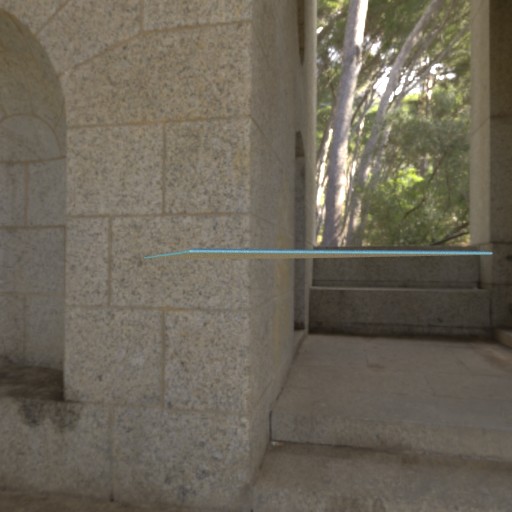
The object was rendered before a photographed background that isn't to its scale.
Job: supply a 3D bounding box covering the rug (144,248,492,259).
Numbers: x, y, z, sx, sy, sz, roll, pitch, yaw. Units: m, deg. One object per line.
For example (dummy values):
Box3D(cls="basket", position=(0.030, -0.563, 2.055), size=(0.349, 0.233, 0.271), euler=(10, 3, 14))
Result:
Box3D(cls="rug", position=(0.000, 0.000, 1.372), size=(0.604, 0.007, 1.219), euler=(0, -1, -17))
